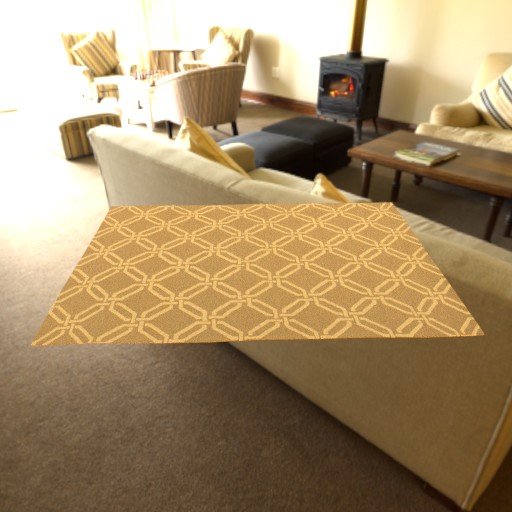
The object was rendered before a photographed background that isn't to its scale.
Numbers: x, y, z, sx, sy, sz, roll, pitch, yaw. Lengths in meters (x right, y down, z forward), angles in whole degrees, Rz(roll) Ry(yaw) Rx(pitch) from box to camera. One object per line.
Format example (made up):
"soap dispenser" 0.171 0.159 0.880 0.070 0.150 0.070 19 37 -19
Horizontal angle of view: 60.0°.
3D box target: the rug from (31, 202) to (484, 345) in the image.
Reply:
"rug" 0.000 0.000 2.706 2.135 0.013 1.524 -1 31 -2
